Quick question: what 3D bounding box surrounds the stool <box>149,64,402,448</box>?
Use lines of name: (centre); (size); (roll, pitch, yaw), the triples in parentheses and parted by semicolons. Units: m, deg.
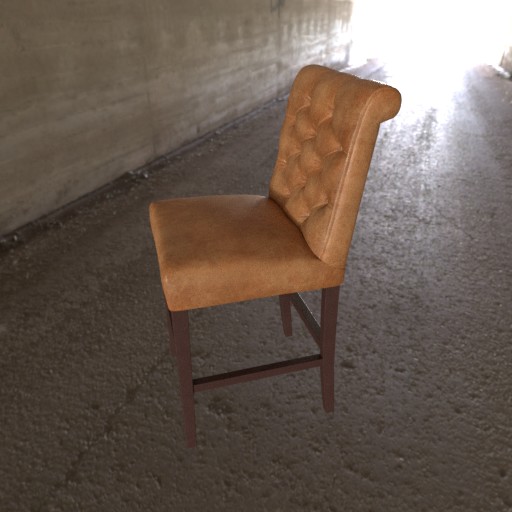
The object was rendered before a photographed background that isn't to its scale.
stool: (0.000, 0.000, 1.379); (0.601, 1.047, 0.493); (-8, 30, -14)
